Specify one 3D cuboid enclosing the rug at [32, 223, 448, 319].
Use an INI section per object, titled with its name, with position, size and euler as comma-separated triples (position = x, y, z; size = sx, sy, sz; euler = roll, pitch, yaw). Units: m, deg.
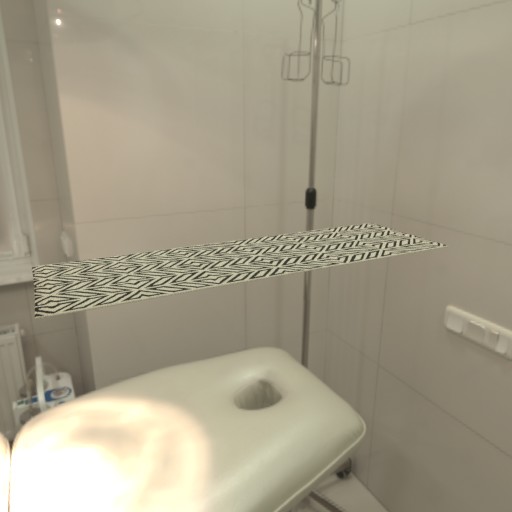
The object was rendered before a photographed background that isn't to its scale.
[rug]
position = 0.000, 0.000, 2.683
size = 2.435, 0.009, 0.750
euler = -8, 19, -25
